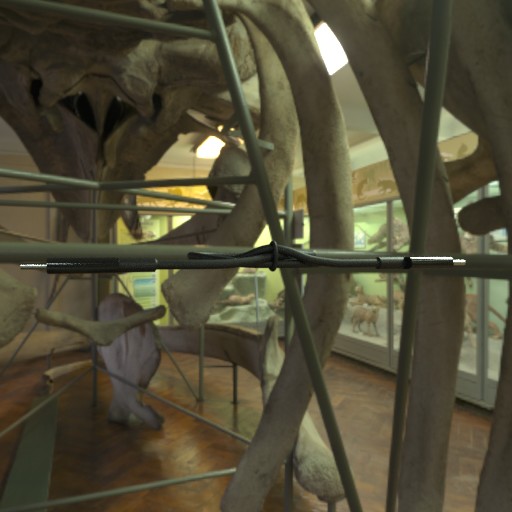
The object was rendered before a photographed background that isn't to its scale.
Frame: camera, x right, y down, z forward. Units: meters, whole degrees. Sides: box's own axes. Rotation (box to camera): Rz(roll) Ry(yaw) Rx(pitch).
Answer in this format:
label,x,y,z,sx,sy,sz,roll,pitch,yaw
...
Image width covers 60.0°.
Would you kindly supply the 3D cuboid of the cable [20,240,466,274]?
label,x,y,z,sx,sy,sz,roll,pitch,yaw
cable,0.000,0.000,0.224,0.203,0.014,0.070,0,0,-19
